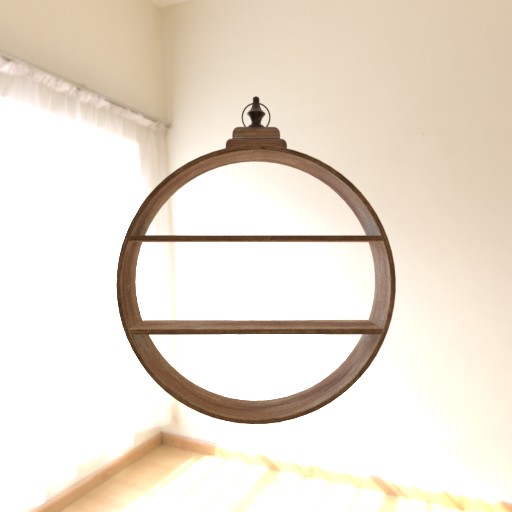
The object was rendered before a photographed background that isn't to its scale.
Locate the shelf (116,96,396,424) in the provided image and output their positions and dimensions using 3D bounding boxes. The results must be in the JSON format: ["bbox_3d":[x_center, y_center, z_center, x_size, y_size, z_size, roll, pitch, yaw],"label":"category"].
[{"bbox_3d":[0.000,0.000,1.012,0.601,0.725,0.125,0,1,-1],"label":"shelf"}]
